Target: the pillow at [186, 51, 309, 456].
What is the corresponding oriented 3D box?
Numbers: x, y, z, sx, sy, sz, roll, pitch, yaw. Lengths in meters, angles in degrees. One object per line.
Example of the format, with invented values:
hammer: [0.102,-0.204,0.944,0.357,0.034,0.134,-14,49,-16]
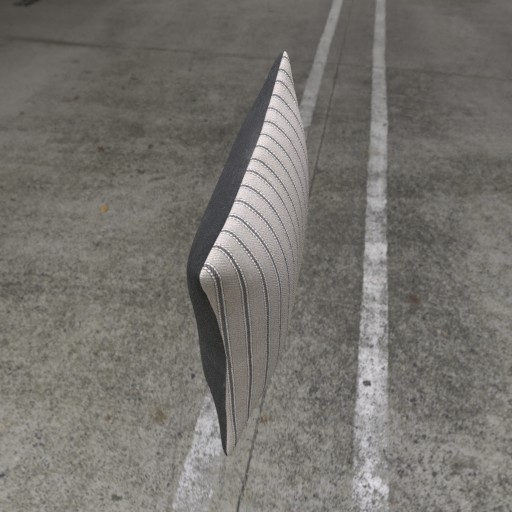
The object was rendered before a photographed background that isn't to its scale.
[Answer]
pillow: [0.000,0.000,0.692,0.138,0.444,0.468,9,48,8]
